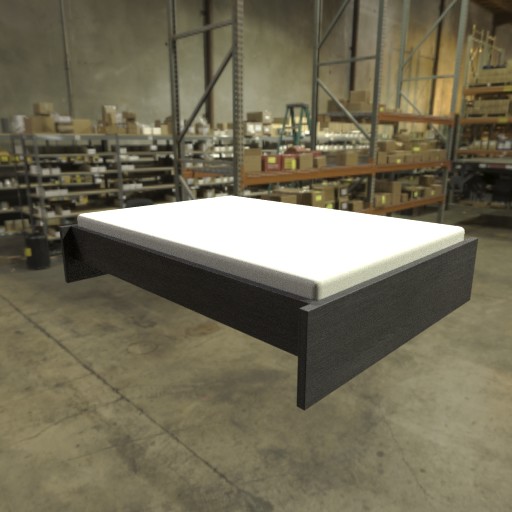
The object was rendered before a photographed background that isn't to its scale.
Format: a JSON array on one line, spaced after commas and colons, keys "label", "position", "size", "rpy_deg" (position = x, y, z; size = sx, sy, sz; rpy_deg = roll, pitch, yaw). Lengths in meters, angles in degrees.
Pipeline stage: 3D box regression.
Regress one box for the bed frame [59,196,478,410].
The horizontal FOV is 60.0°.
[{"label": "bed frame", "position": [0.000, 0.000, 2.617], "size": [1.950, 0.432, 1.490], "rpy_deg": [15, 21, 43]}]
